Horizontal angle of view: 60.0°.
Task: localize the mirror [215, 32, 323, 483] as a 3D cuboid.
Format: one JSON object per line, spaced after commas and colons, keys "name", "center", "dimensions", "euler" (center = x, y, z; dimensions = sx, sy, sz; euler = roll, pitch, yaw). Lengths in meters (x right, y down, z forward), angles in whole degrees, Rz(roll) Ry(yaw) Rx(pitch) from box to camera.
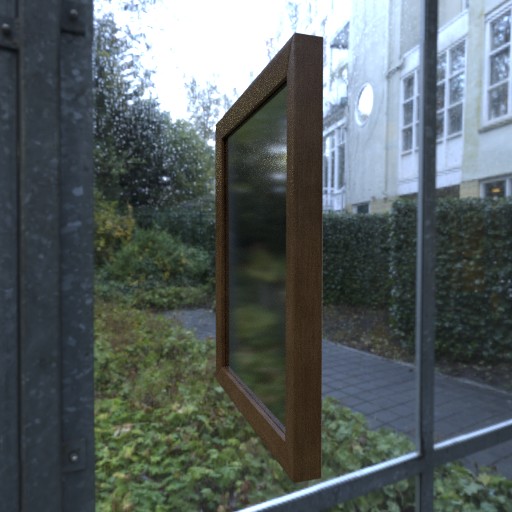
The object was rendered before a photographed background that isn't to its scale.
{"name": "mirror", "center": [0.000, 0.000, 0.697], "dimensions": [0.041, 0.508, 0.405], "euler": [-1, 2, -18]}
